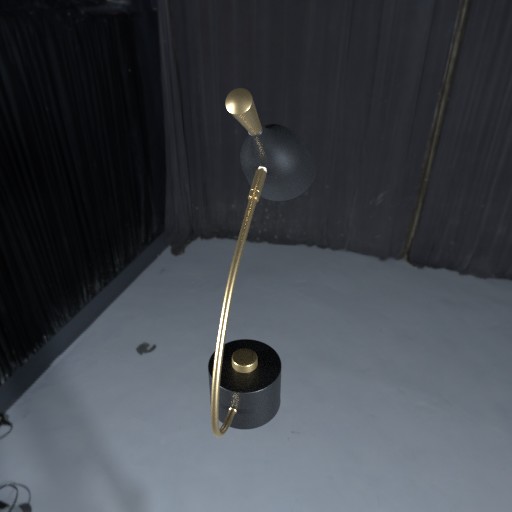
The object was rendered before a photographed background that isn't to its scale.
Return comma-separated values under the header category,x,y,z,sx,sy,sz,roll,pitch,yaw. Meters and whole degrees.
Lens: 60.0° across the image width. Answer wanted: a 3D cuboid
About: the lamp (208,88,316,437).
category,x,y,z,sx,sy,sz,roll,pitch,yaw
lamp,0.000,0.000,0.616,0.110,0.464,0.352,9,33,15
